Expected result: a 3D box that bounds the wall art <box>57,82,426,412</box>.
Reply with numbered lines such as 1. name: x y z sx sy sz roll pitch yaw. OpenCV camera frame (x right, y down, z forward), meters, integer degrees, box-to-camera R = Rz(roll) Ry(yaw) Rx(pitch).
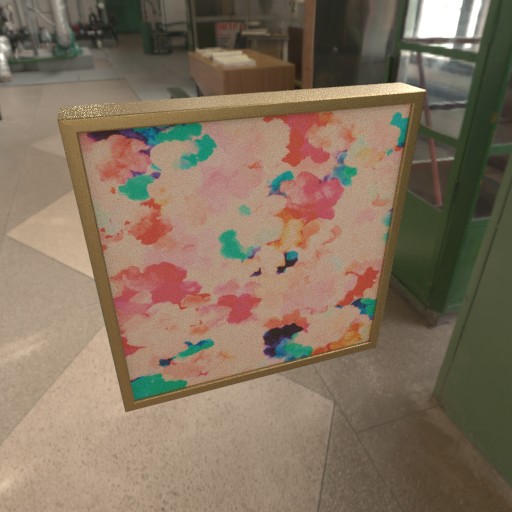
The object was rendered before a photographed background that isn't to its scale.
1. wall art: 0.000 0.000 0.444 0.304 0.305 0.038 -10 33 -16
